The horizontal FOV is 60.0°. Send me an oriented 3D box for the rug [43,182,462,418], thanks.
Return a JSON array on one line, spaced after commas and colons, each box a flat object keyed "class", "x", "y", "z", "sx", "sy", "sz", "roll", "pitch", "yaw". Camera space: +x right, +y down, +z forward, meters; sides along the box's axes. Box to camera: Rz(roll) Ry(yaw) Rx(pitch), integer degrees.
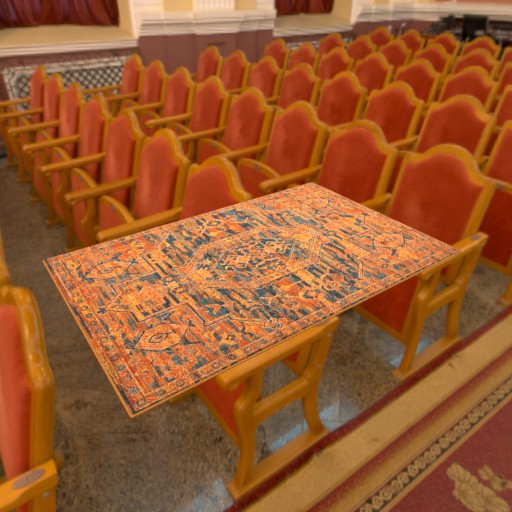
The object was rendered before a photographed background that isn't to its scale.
[{"class": "rug", "x": 0.000, "y": 0.000, "z": 1.084, "sx": 0.863, "sy": 0.008, "sz": 0.557, "roll": -20, "pitch": 37, "yaw": -30}]
